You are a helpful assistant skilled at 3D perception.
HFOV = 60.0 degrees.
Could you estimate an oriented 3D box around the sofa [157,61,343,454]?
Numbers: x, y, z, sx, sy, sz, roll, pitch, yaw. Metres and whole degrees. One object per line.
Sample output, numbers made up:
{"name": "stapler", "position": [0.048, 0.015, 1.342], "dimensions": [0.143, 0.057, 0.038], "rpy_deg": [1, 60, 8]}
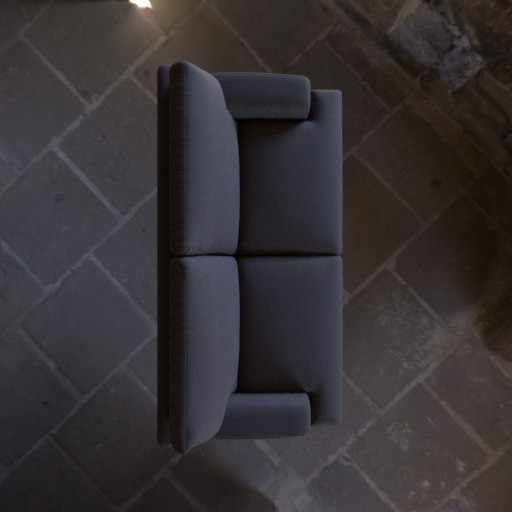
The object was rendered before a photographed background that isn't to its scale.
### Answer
{"name": "sofa", "position": [0.000, 0.000, 2.830], "dimensions": [1.140, 0.950, 2.271], "rpy_deg": [0, 90, 0]}
